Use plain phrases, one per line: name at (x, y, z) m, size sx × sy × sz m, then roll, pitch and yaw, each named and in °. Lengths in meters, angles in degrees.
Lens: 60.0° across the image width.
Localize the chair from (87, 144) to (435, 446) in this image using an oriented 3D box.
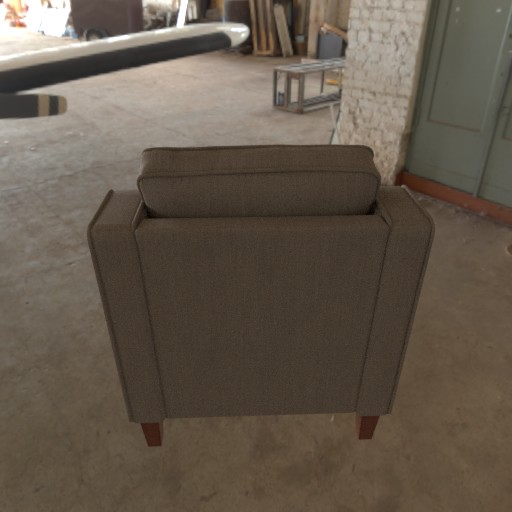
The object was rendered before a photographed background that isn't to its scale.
chair at (0.000, 0.000, 1.600) m, size 0.831 × 0.960 × 0.909 m, roll -1°, pitch 31°, yaw -2°
